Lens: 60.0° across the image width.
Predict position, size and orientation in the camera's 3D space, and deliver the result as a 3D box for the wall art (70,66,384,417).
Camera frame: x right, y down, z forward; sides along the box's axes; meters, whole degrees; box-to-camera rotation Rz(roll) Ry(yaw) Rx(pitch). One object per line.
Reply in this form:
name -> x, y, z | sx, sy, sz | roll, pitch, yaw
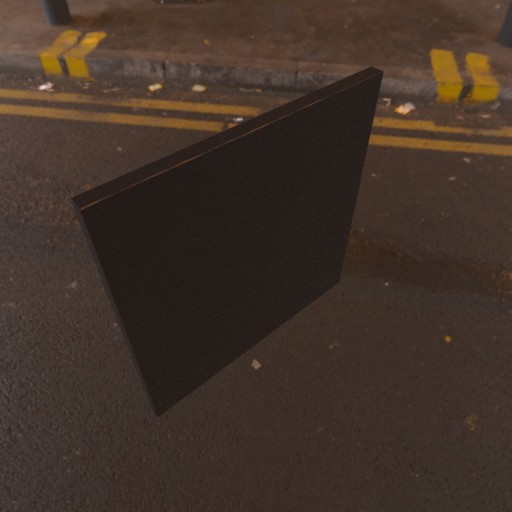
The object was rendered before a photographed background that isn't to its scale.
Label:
wall art -> 0.000, 0.000, 1.152 | 0.762, 0.762, 0.038 | -32, 54, -27
